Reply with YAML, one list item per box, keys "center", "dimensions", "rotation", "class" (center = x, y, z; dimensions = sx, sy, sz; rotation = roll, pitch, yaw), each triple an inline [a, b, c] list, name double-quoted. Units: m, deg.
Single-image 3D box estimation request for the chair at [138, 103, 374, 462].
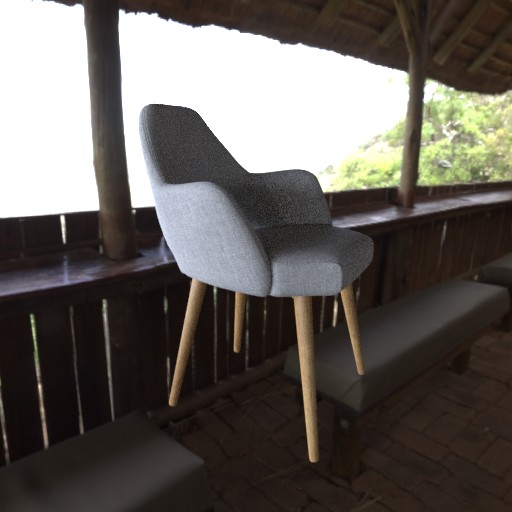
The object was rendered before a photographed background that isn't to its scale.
- center: [0.000, 0.000, 1.264]
  dimensions: [0.610, 0.840, 0.590]
  rotation: [7, 16, 26]
  class: "chair"
